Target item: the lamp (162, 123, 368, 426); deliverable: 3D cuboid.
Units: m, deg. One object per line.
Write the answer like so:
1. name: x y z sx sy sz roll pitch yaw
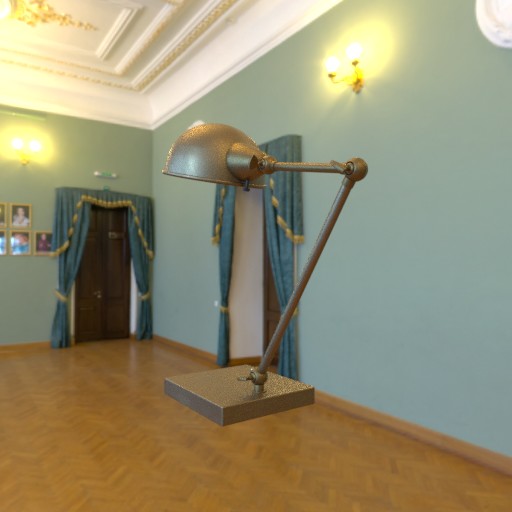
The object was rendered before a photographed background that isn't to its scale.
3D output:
1. lamp: 0.000 0.000 0.543 0.149 0.371 0.339 1 -1 -36
